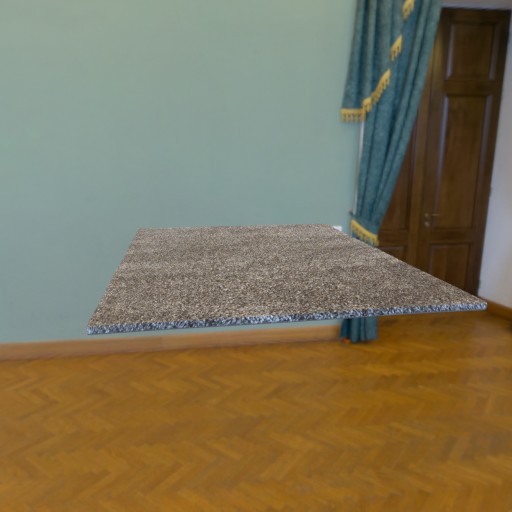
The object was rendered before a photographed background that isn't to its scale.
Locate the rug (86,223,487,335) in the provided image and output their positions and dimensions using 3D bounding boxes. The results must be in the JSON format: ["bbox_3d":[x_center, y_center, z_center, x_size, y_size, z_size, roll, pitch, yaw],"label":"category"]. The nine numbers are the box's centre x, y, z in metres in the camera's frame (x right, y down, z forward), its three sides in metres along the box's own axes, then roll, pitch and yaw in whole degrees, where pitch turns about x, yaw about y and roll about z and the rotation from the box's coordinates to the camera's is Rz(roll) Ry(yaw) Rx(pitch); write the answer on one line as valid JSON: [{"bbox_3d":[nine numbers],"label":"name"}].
[{"bbox_3d":[0.000,0.000,2.054,1.198,0.025,1.601,-2,13,-9],"label":"rug"}]
